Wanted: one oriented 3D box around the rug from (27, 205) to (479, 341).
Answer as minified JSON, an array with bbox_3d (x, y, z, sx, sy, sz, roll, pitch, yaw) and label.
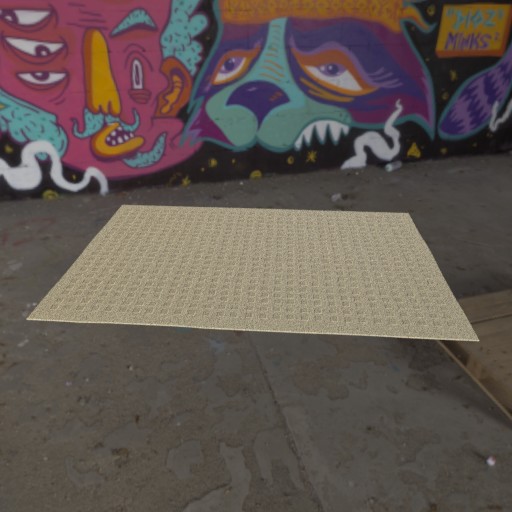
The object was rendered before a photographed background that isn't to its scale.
[{"bbox_3d":[0.000,0.000,2.198,1.747,0.006,1.143,2,30,4],"label":"rug"}]
